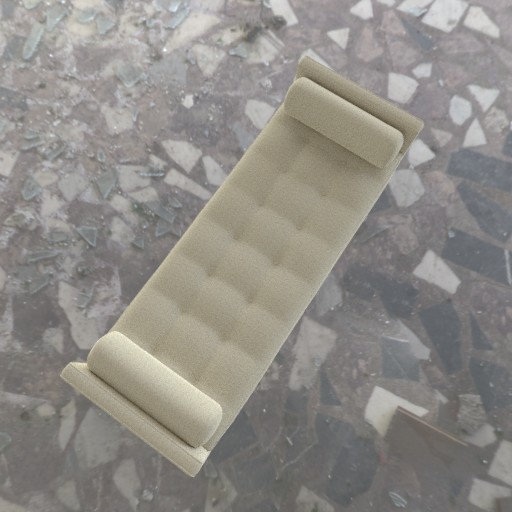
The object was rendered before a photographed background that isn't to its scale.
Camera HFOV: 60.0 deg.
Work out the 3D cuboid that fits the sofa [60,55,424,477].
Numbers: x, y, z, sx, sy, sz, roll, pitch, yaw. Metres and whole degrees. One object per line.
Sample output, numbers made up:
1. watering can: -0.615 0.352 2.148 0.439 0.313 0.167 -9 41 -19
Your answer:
1. sofa: 0.000 0.000 2.351 0.746 0.641 1.985 33 77 8
